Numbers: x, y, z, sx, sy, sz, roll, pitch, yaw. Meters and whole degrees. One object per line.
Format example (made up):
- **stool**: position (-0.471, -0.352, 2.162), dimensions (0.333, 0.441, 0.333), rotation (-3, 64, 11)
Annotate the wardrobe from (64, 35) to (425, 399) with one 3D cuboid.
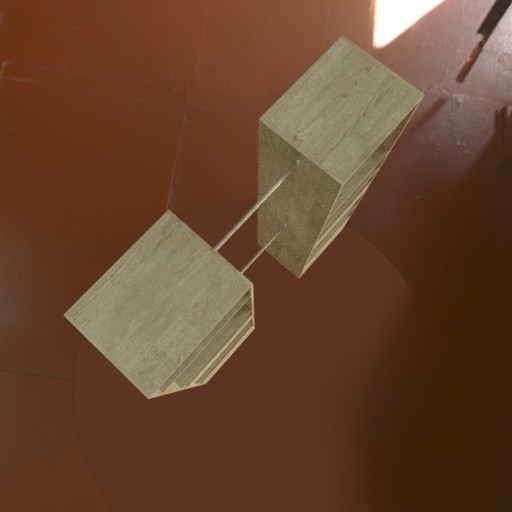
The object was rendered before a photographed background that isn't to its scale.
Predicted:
- **wardrobe**: position (0.000, 0.000, 2.859), dimensions (0.480, 2.000, 1.770), rotation (41, 79, 10)
